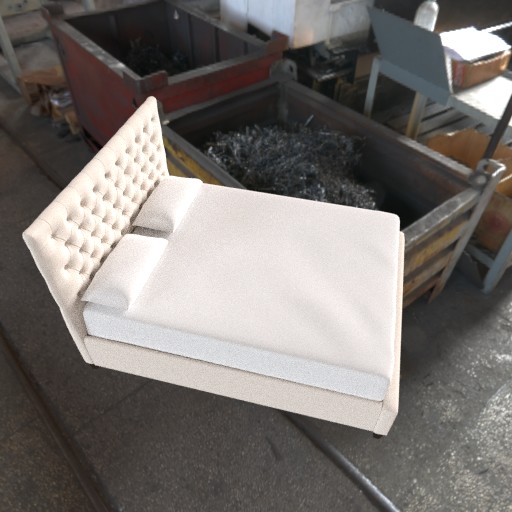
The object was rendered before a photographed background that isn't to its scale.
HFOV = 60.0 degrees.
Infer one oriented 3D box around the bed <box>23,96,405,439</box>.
[{"bbox_3d":[0.000,0.000,3.267,2.233,1.426,1.696,11,47,10],"label":"bed"}]
